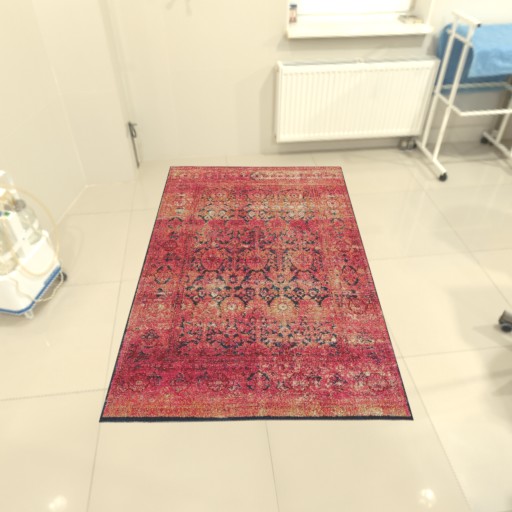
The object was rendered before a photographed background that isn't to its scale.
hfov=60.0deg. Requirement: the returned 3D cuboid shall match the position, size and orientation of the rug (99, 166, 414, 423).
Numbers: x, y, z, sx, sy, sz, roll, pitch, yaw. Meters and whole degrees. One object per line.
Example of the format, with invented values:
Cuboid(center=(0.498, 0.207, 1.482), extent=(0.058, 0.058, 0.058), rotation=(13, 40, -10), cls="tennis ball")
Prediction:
Cuboid(center=(0.000, 0.000, 3.076), extent=(1.539, 0.018, 2.449), rotation=(0, 41, 0), cls="rug")
